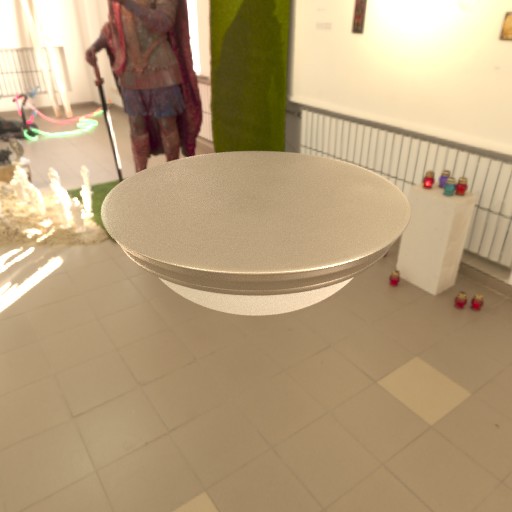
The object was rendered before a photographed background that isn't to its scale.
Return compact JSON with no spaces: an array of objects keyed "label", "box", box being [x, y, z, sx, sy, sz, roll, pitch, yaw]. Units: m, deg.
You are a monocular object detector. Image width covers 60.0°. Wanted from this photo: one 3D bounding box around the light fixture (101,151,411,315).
[{"label":"light fixture","box":[0.000,0.000,0.450,0.280,0.135,0.280,0,30,0]}]
